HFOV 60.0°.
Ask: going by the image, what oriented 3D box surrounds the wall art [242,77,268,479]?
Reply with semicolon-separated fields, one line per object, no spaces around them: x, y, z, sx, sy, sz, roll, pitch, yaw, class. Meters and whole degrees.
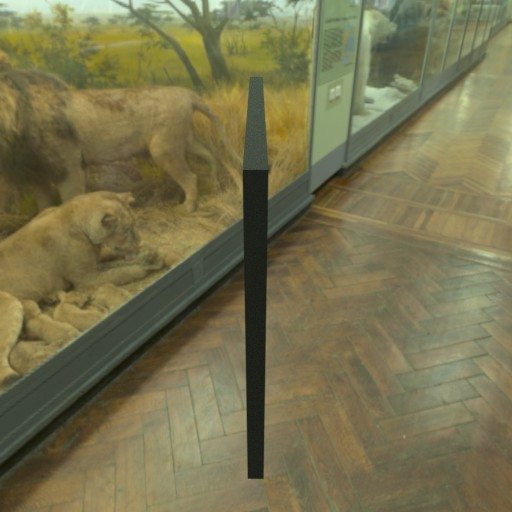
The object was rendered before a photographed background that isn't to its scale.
0.000;0.000;0.468;0.015;0.304;0.306;0;31;0;wall art
